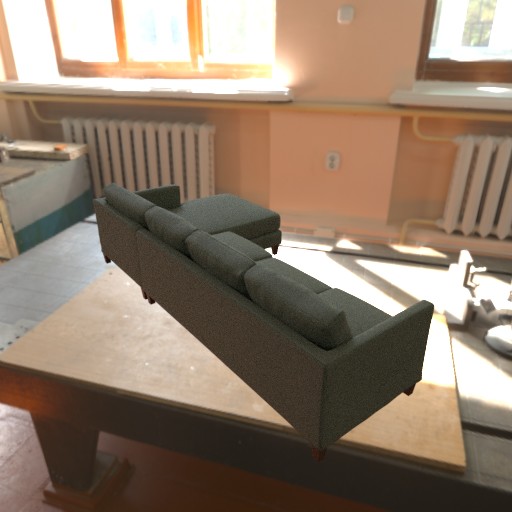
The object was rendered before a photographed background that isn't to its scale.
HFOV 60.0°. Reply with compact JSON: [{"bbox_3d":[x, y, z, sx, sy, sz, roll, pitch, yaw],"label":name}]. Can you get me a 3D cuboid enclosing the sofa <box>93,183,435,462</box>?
[{"bbox_3d":[0.000,0.000,3.774,1.625,0.861,3.186,-18,31,-34],"label":"sofa"}]
